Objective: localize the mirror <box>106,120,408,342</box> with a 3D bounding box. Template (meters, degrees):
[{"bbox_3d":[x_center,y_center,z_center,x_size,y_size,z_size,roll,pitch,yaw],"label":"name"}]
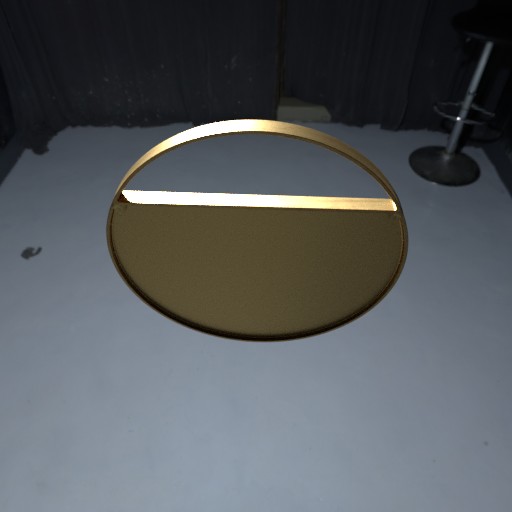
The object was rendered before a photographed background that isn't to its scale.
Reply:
[{"bbox_3d":[0.000,0.000,0.864,0.565,0.565,0.032,2,47,2],"label":"mirror"}]
